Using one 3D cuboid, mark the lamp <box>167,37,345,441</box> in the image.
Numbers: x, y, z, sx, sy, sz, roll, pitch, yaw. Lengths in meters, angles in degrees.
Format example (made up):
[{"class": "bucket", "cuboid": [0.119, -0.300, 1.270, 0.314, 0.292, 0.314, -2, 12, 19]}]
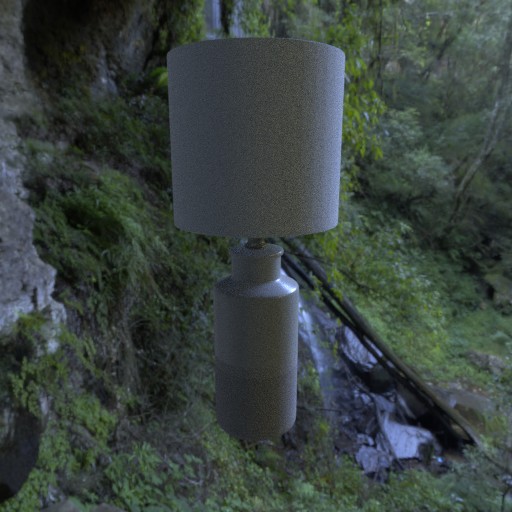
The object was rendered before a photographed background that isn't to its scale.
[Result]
[{"class": "lamp", "cuboid": [0.000, 0.000, 0.595, 0.212, 0.493, 0.212, -2, 14, -9]}]
